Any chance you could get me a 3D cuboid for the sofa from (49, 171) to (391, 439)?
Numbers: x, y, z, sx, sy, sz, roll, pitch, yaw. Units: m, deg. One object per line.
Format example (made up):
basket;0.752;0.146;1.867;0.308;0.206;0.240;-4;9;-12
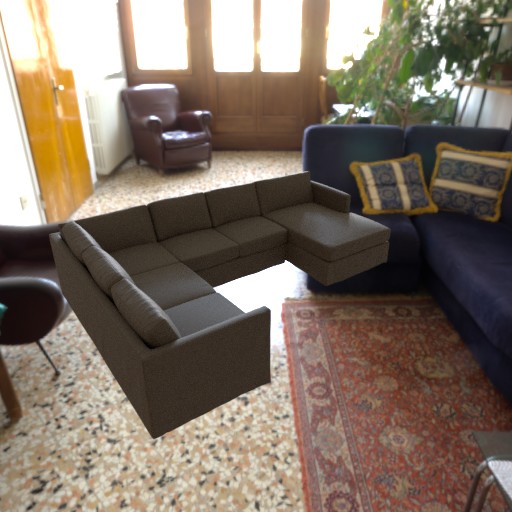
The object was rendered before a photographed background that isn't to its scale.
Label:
sofa;0.000;0.000;4.620;3.460;0.882;2.427;-18;31;-32
